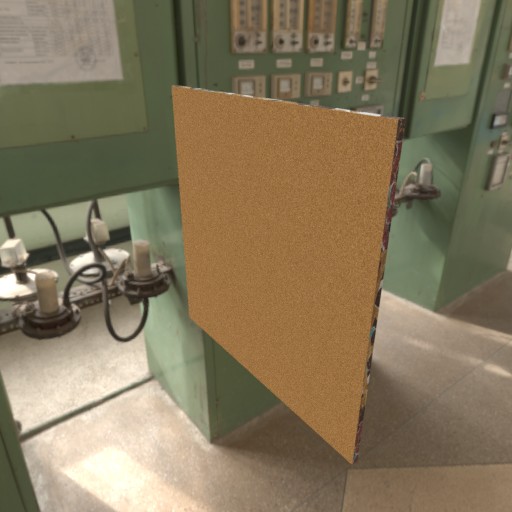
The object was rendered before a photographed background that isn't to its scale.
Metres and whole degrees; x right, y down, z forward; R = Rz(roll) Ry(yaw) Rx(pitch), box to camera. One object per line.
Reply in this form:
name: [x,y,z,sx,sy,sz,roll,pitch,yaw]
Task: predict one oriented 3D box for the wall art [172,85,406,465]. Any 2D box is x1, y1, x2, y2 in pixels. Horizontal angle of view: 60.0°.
wall art: [0.000,0.000,0.600,0.010,0.406,0.404,-18,31,-33]
